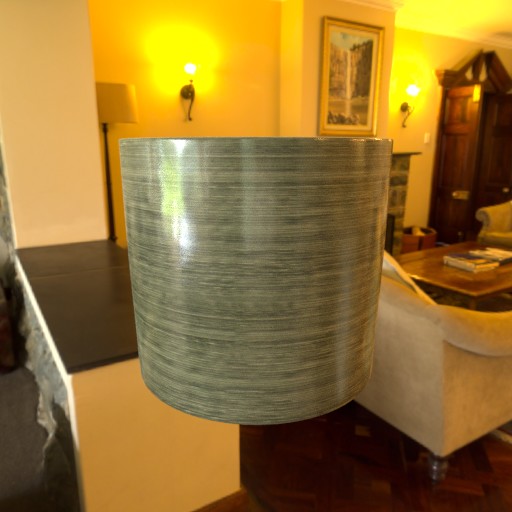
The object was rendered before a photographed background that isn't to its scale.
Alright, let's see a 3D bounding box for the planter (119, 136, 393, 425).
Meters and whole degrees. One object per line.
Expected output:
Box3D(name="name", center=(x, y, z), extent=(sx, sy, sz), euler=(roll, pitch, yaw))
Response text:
Box3D(name="planter", center=(0.000, 0.000, 0.397), extent=(0.221, 0.201, 0.221), euler=(0, 14, 0))
